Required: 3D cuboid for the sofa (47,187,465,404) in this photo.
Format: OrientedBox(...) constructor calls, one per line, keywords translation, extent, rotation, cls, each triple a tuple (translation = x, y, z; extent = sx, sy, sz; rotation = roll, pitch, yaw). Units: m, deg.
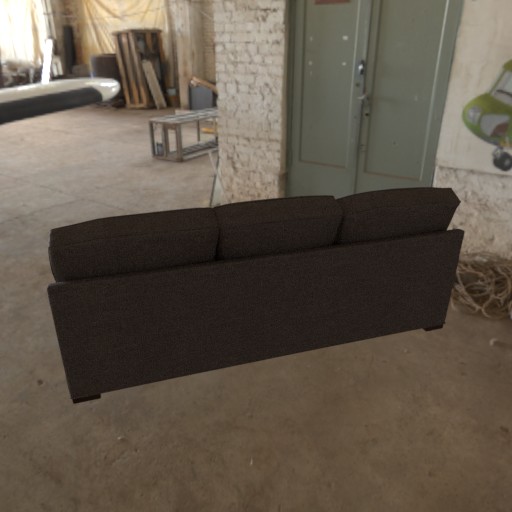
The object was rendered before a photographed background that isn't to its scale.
OrientedBox(translation=(0.000, 0.000, 2.887), extent=(2.369, 0.978, 1.004), rotation=(-8, 26, -16), cls="sofa")
